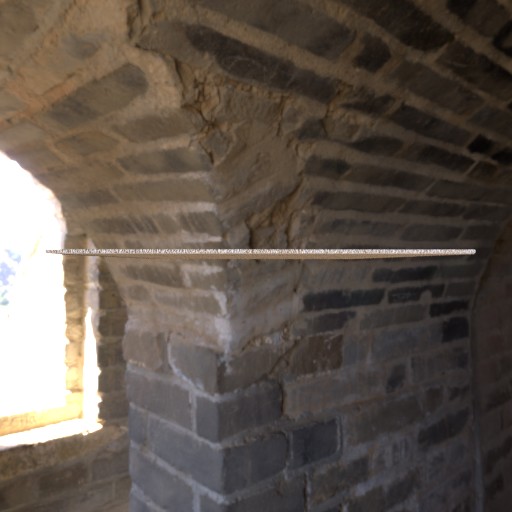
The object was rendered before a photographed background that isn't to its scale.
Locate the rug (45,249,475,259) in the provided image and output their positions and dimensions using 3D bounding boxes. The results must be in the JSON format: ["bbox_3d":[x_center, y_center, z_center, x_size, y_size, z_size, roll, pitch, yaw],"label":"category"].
[{"bbox_3d":[0.000,0.000,3.966,2.400,0.026,3.000,0,-1,-1],"label":"rug"}]
